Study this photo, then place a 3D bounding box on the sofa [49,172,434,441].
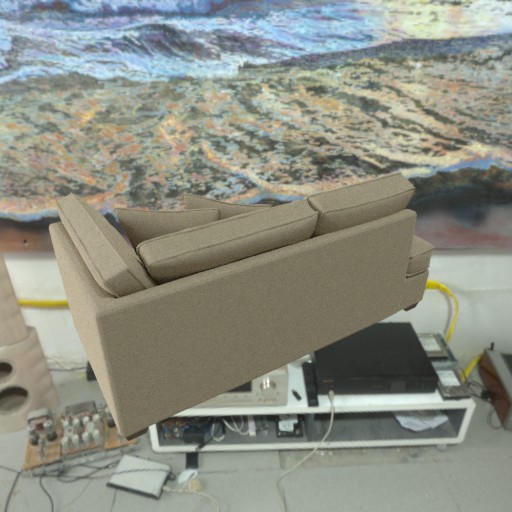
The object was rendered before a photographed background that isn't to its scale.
[{"bbox_3d":[0.000,0.000,2.877,2.237,1.033,1.110,-17,33,-28],"label":"sofa"}]
